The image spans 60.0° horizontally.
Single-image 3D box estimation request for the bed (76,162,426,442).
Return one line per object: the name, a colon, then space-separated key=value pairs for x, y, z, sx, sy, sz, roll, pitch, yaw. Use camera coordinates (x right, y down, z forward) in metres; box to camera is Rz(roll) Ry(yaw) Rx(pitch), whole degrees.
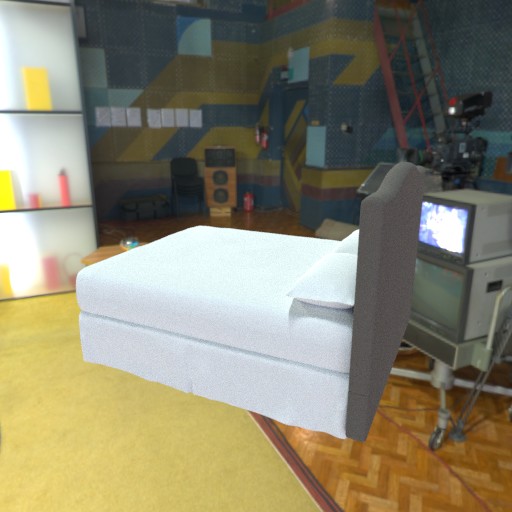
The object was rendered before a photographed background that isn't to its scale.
bed: x=0.000 y=0.000 z=3.181 sx=2.036 sy=1.387 sz=1.666 roll=8 pitch=18 yaw=25
